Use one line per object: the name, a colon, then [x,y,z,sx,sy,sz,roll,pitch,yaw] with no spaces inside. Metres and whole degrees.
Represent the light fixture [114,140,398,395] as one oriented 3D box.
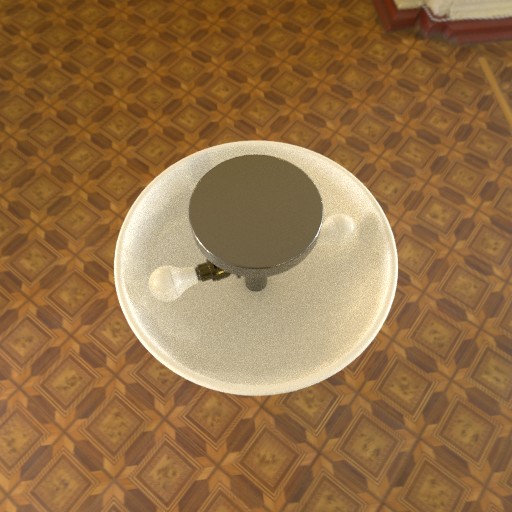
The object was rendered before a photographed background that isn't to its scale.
light fixture: [0.000,0.000,0.535,0.330,0.214,0.330,0,63,0]
